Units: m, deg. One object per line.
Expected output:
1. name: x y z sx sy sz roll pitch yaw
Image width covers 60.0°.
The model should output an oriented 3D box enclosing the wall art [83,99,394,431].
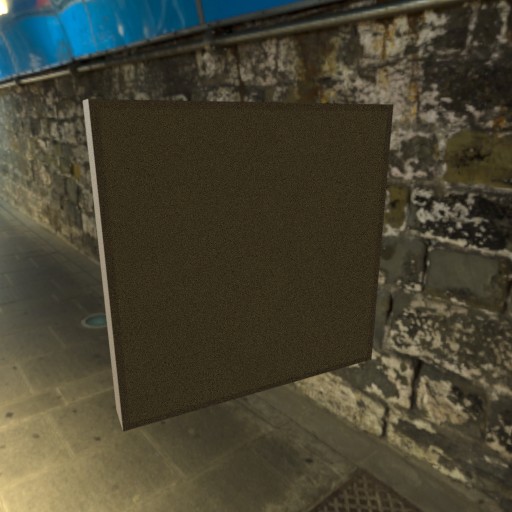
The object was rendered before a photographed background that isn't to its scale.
1. wall art: 0.000 0.000 0.464 0.304 0.303 0.038 -8 19 -25
